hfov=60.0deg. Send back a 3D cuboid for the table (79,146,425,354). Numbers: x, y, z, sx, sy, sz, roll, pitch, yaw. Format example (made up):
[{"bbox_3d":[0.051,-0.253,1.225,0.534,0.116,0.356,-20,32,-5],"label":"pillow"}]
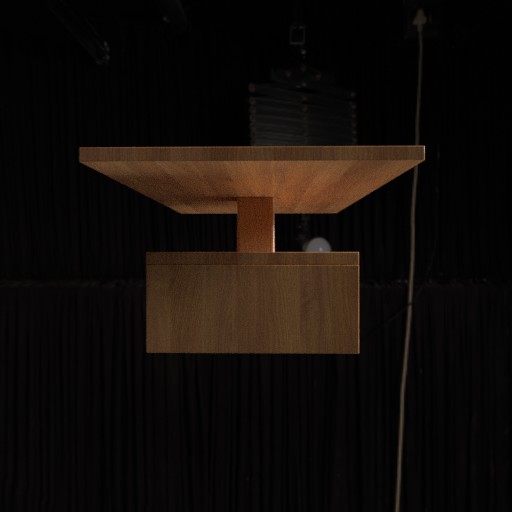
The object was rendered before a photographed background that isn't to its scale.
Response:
[{"bbox_3d":[0.000,0.000,1.446,0.700,0.442,1.100,0,0,1],"label":"table"}]
